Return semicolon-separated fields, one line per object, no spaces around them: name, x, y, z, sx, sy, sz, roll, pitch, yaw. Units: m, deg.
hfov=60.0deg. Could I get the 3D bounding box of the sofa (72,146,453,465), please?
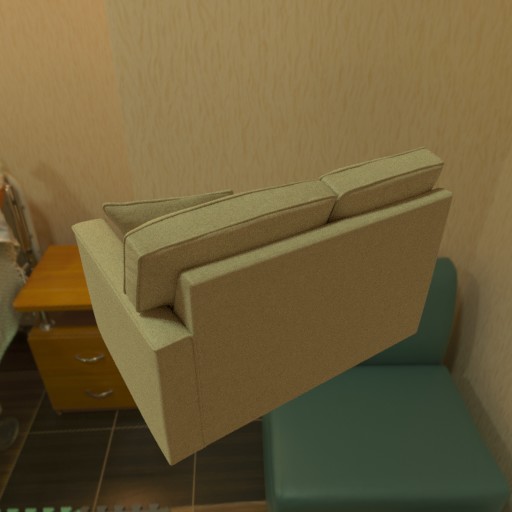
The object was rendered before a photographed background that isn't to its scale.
sofa;0.000;0.000;2.062;1.388;0.989;0.991;-19;36;-28
